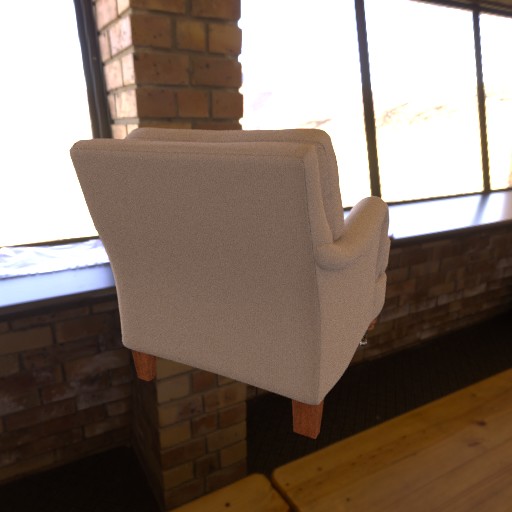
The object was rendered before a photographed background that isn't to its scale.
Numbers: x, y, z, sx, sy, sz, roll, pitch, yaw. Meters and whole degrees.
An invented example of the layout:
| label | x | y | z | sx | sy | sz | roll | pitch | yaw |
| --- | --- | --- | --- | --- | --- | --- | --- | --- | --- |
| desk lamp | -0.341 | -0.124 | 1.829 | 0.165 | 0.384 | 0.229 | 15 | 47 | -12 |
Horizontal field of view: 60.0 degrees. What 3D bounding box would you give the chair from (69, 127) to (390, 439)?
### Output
| label | x | y | z | sx | sy | sz | roll | pitch | yaw |
| --- | --- | --- | --- | --- | --- | --- | --- | --- | --- |
| chair | 0.000 | 0.000 | 1.863 | 0.955 | 1.038 | 1.070 | 9 | 19 | 27 |
